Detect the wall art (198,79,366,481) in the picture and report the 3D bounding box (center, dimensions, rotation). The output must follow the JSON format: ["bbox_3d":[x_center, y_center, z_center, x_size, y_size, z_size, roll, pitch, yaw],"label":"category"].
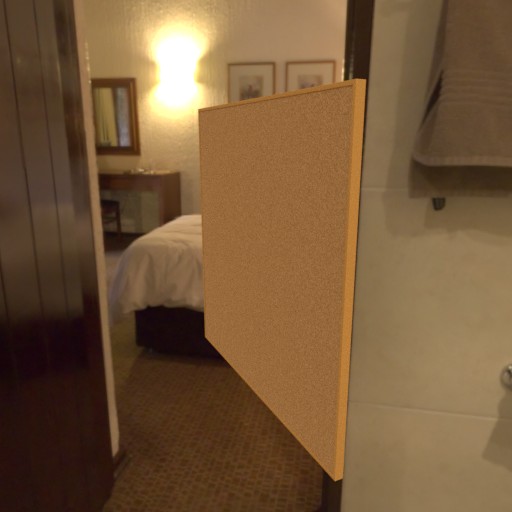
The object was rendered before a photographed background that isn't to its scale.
[{"bbox_3d":[0.000,0.000,0.679,0.013,0.455,0.457,-7,16,-25],"label":"wall art"}]
